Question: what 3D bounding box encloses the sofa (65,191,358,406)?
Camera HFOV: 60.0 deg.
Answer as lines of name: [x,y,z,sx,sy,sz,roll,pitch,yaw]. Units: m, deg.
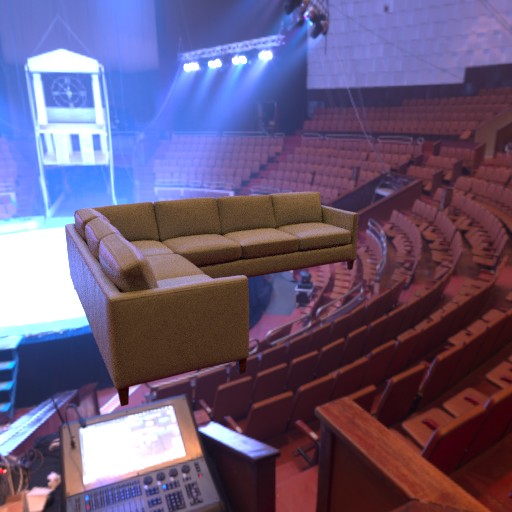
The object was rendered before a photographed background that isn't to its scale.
sofa: [0.000,0.000,4.439,3.301,0.947,2.592,-8,17,-27]
